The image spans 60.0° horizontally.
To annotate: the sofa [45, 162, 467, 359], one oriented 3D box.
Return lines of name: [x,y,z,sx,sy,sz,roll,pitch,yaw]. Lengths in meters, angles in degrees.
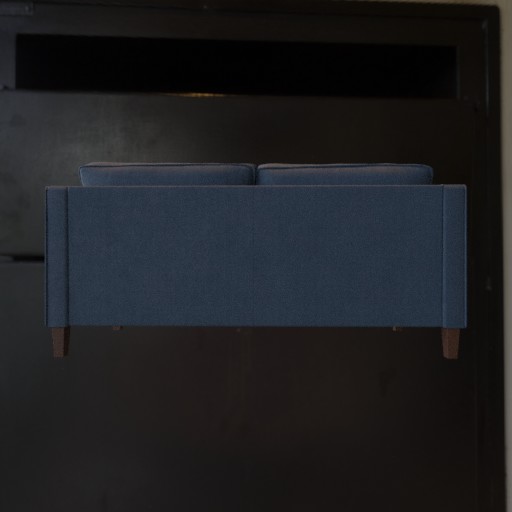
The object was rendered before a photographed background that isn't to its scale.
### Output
sofa: [0.000,0.000,2.801,2.178,1.071,1.066,0,-1,1]
